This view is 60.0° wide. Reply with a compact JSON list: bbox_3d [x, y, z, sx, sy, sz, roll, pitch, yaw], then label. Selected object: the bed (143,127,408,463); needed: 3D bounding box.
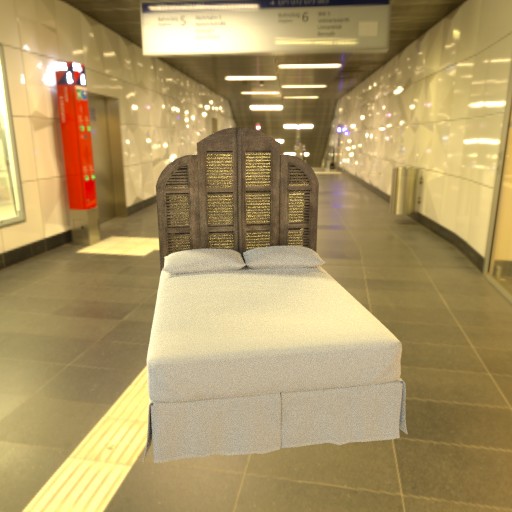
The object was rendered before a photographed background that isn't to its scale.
[{"bbox_3d":[0.000,0.000,3.532,1.713,2.019,2.138,-2,15,-9],"label":"bed"}]
